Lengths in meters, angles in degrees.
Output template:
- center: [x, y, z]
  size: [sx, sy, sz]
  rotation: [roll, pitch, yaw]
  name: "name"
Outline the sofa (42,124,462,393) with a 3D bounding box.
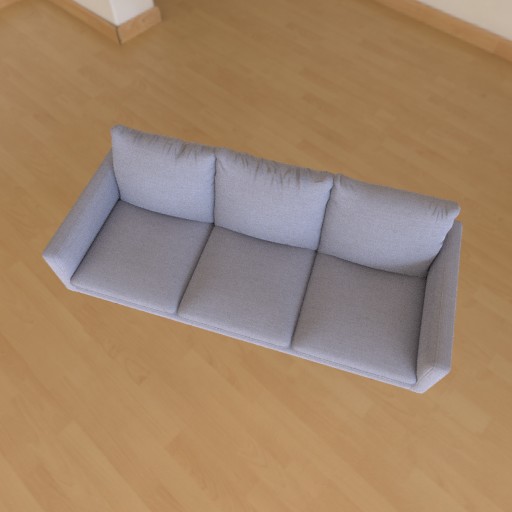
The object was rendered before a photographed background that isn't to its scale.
- center: [0.000, 0.000, 2.376]
  size: [2.000, 0.830, 0.850]
  rotation: [15, 60, 9]
  name: "sofa"
